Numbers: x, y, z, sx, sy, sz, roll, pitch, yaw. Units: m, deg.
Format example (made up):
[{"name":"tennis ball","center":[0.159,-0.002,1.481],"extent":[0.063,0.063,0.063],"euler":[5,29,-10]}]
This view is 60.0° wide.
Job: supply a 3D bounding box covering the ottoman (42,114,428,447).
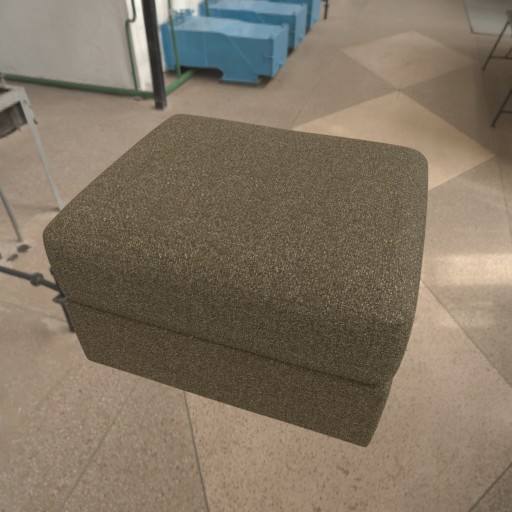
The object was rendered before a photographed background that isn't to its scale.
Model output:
[{"name":"ottoman","center":[0.000,0.000,1.095],"extent":[0.742,0.476,0.598],"euler":[13,43,14]}]
